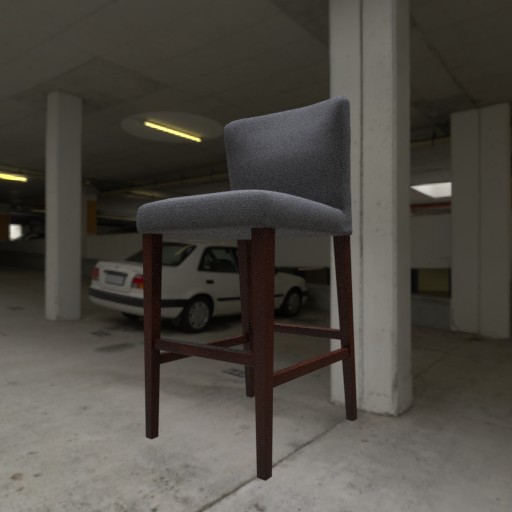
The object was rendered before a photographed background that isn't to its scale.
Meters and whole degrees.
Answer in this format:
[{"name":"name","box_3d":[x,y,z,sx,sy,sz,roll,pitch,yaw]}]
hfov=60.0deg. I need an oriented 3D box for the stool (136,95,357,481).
[{"name":"stool","box_3d":[0.000,0.000,1.386,0.486,1.069,0.568,0,-1,37]}]
